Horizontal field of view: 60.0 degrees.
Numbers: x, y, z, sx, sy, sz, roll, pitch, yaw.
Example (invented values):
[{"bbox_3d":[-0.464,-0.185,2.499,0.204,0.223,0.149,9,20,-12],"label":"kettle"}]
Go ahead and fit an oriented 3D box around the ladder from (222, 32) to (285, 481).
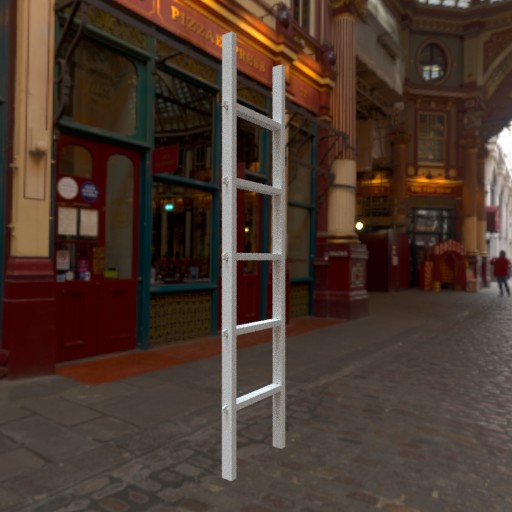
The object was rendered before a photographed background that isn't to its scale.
[{"bbox_3d":[0.000,0.000,1.949,0.051,1.797,0.452,0,-1,36],"label":"ladder"}]
